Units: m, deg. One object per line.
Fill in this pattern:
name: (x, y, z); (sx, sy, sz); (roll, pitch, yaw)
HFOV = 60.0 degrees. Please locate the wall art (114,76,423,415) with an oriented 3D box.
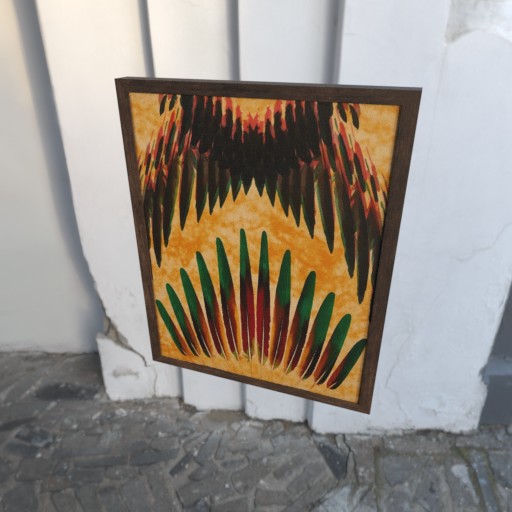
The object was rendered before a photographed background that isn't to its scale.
wall art: (0.000, 0.000, 0.555); (0.329, 0.406, 0.027); (9, 29, 17)
